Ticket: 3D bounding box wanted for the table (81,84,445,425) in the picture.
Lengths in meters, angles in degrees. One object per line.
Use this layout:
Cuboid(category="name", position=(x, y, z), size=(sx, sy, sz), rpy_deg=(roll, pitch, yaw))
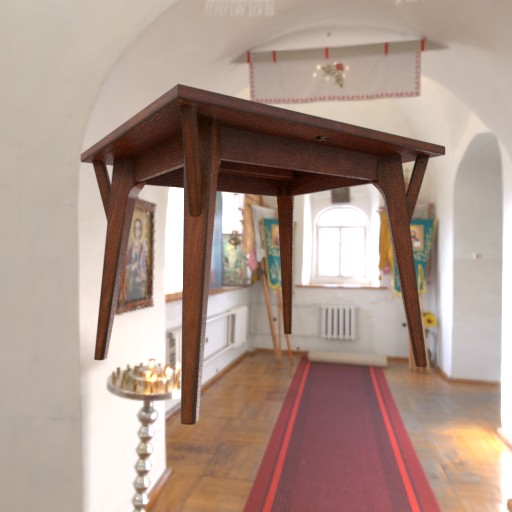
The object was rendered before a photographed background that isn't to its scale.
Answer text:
Cuboid(category="table", position=(0.000, 0.000, 1.576), size=(0.991, 0.761, 0.838), rpy_deg=(0, 1, -35))
